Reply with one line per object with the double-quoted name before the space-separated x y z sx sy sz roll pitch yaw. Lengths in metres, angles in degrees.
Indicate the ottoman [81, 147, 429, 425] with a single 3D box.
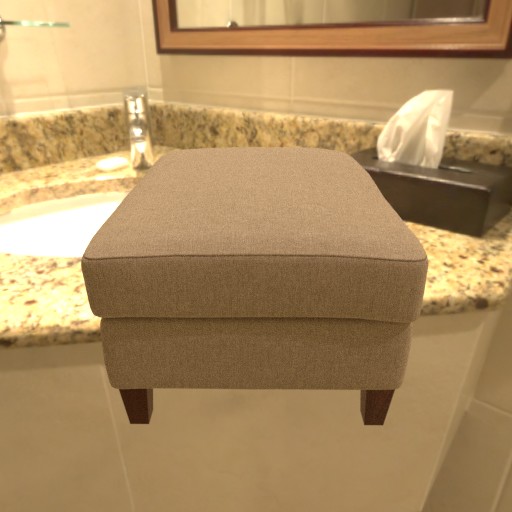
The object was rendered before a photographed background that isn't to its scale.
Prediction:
"ottoman" 0.000 0.000 1.296 0.677 0.519 0.898 0 26 0
